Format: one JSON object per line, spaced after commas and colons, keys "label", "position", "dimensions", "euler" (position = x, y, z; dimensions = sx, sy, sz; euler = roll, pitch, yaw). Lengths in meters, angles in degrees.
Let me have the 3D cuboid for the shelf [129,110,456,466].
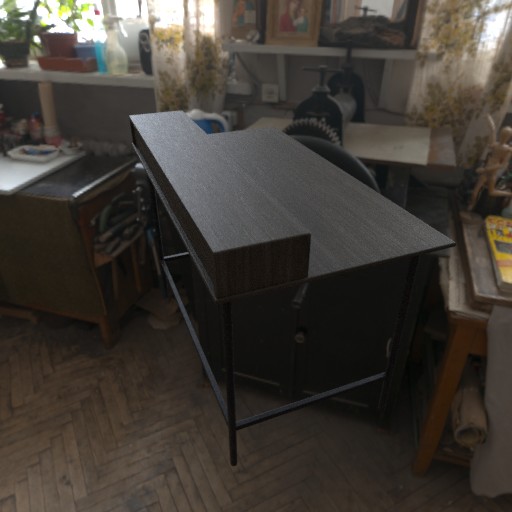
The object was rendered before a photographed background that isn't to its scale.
{"label": "shelf", "position": [0.000, 0.000, 1.737], "dimensions": [0.685, 0.865, 1.212], "euler": [-12, 34, -19]}
